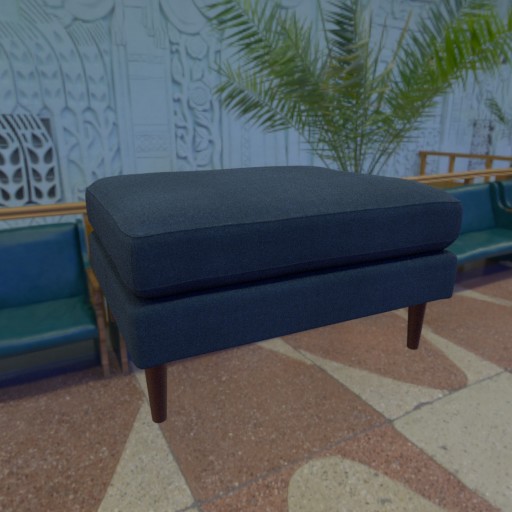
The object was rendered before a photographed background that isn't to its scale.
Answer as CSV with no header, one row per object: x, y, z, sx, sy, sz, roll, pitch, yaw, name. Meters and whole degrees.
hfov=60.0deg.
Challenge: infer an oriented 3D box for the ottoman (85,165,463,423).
0.000,0.000,1.249,0.821,0.474,0.693,-8,19,-25,ottoman
